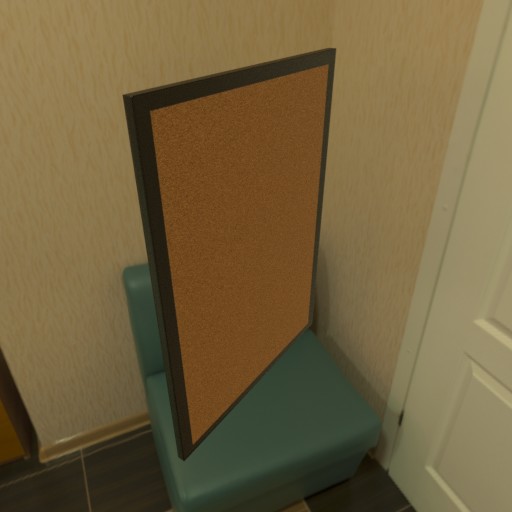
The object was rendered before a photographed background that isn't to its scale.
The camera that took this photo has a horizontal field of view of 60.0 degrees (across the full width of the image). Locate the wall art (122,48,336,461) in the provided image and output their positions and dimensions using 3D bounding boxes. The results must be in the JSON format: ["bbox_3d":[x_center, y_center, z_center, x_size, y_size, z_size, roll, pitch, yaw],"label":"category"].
[{"bbox_3d":[0.000,0.000,0.823,0.016,0.657,0.480,21,38,30],"label":"wall art"}]
